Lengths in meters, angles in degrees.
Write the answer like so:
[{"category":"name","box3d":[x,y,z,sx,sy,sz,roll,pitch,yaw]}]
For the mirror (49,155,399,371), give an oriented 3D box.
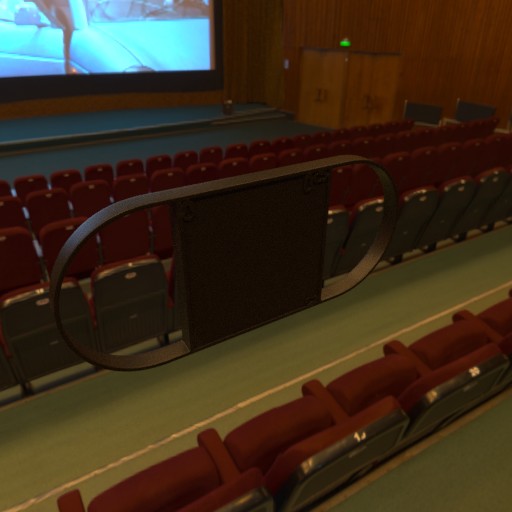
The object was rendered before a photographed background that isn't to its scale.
[{"category":"mirror","box3d":[0.000,0.000,0.678,0.584,0.254,0.032,-17,33,-27]}]
